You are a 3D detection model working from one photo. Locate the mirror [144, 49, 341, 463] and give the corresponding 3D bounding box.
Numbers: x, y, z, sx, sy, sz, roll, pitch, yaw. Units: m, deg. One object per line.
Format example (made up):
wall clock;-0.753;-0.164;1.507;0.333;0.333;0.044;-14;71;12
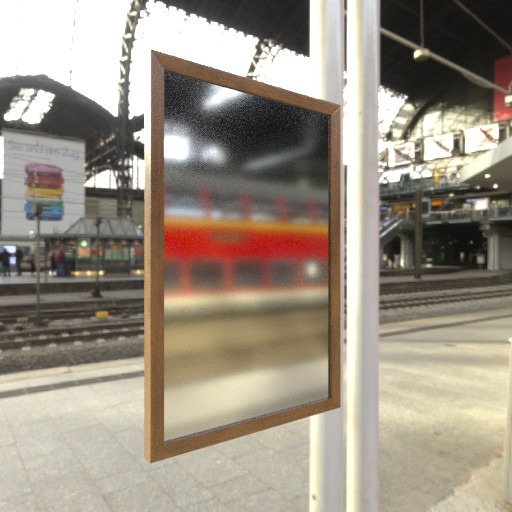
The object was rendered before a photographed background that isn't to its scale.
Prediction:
mirror;0.000;0.000;1.175;0.609;0.915;0.040;0;0;-37
